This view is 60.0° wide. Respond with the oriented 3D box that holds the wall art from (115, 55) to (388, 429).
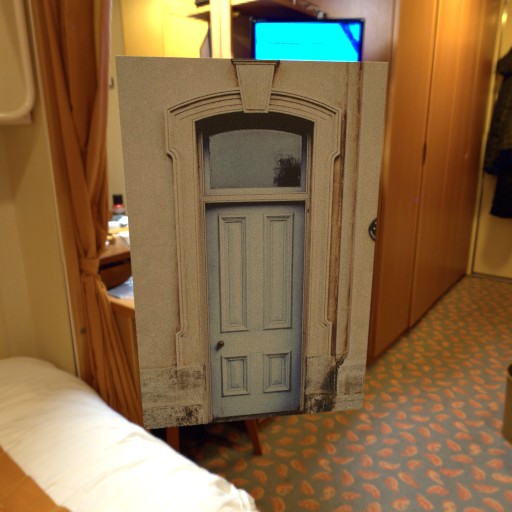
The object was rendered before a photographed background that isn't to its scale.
[{"bbox_3d":[0.000,0.000,0.746,0.403,0.607,0.036,-2,16,-9],"label":"wall art"}]
